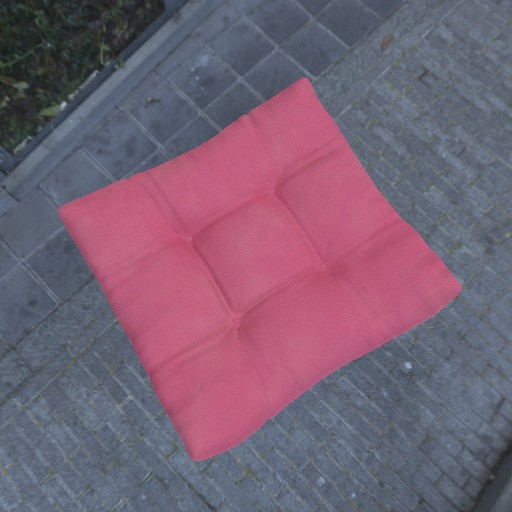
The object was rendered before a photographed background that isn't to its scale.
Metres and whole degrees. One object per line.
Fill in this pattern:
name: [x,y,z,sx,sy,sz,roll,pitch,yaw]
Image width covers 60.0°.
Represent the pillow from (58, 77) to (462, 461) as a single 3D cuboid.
pillow: [0.000,0.000,0.737,0.490,0.128,0.468,-31,77,-8]
